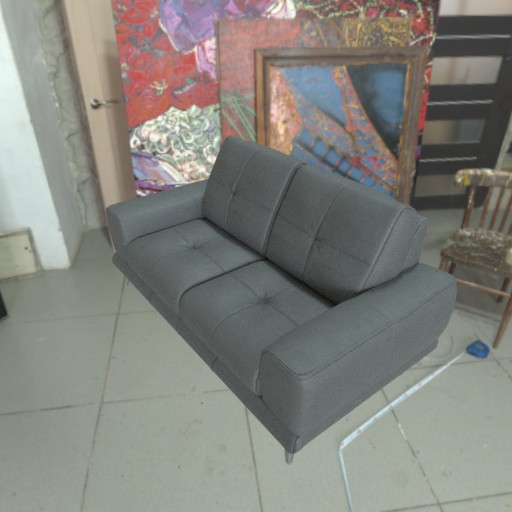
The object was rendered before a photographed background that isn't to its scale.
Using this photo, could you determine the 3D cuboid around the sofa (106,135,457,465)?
[{"bbox_3d":[0.000,0.000,2.398,1.018,0.907,1.806,-22,38,-31],"label":"sofa"}]
